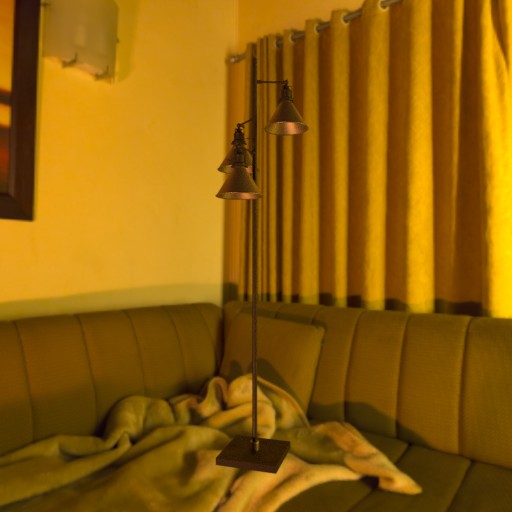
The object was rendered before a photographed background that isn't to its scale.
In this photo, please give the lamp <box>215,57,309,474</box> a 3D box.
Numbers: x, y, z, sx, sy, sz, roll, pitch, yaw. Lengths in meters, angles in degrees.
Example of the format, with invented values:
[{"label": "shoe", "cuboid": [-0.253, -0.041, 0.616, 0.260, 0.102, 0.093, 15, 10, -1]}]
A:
[{"label": "lamp", "cuboid": [0.000, 0.000, 1.885, 0.428, 1.716, 0.415, 0, -1, 17]}]
